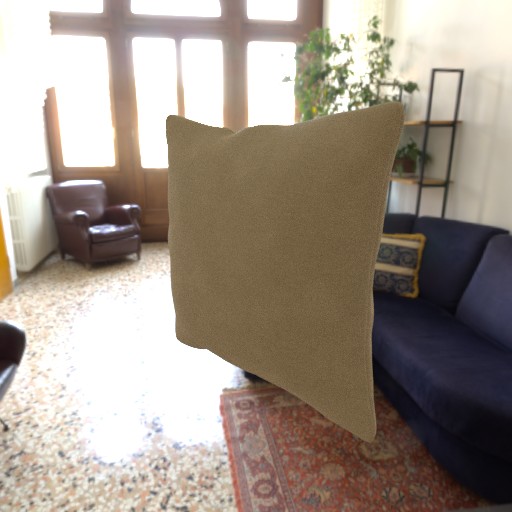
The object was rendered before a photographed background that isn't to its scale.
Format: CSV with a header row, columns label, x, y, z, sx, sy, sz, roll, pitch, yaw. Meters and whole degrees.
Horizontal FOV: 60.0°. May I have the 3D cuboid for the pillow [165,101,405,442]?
label,x,y,z,sx,sy,sz,roll,pitch,yaw
pillow,0.000,0.000,0.665,0.162,0.420,0.437,-15,21,-43
